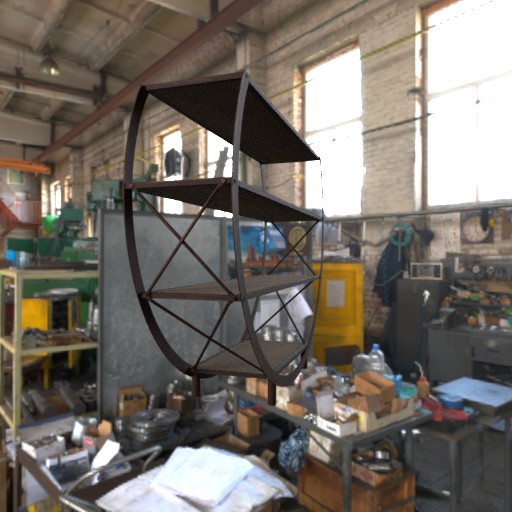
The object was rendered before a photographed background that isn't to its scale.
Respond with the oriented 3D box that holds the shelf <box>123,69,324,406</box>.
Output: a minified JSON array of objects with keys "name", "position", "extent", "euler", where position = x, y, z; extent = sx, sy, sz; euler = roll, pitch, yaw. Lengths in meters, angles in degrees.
[{"name":"shelf","position":[0.000,0.000,1.889],"extent":[0.344,1.063,1.403],"euler":[0,0,19]}]
